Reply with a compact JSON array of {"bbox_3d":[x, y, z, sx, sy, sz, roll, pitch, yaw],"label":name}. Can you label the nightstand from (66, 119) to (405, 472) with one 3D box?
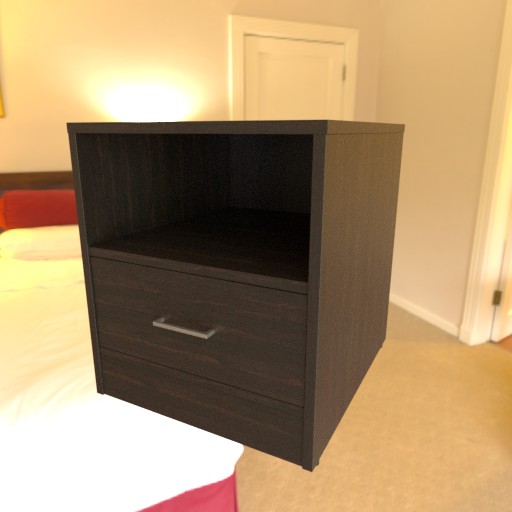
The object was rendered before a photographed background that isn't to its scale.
[{"bbox_3d":[0.000,0.000,0.803,0.400,0.460,0.461,8,18,27],"label":"nightstand"}]
